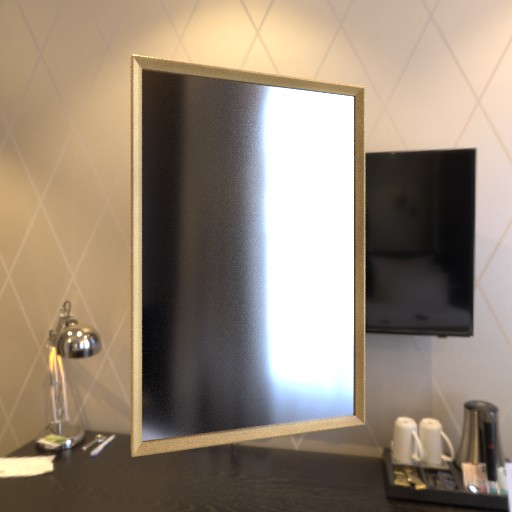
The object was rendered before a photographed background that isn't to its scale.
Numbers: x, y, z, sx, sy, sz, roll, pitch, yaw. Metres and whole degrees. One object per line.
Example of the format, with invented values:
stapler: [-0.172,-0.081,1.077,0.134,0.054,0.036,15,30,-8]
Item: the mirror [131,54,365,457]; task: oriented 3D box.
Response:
mirror: [0.000,0.000,1.121,0.609,0.915,0.041,0,0,-18]
